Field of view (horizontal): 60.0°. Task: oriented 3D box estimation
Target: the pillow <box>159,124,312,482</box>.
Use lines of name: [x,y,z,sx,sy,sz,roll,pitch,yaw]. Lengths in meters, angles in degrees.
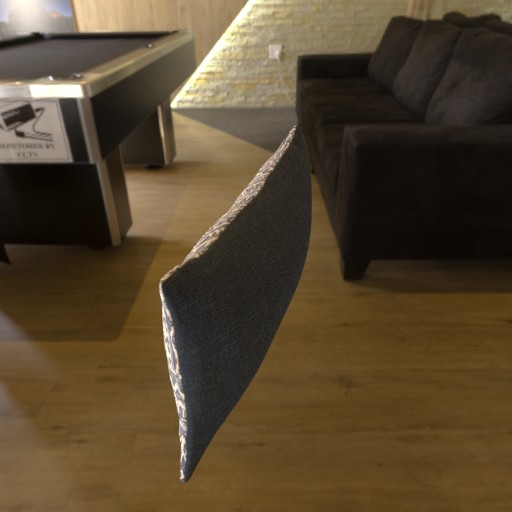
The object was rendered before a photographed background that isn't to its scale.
pillow: [0.000,0.000,0.730,0.148,0.292,0.631,9,32,14]
